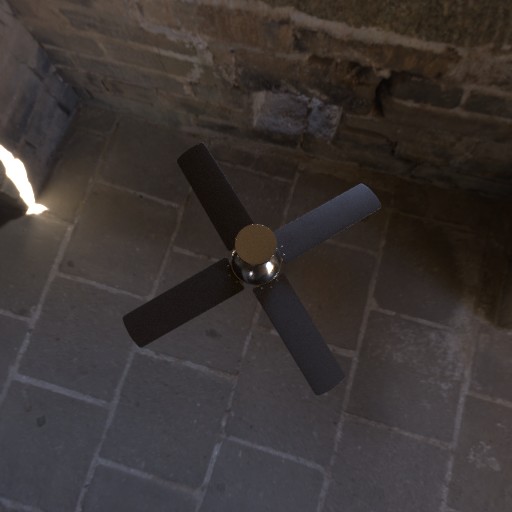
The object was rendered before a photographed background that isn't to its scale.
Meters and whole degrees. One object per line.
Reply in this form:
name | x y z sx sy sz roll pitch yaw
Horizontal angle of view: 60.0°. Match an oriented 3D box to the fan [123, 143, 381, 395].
fan | 0.000 0.000 1.987 1.332 0.403 1.332 -30 78 -7
